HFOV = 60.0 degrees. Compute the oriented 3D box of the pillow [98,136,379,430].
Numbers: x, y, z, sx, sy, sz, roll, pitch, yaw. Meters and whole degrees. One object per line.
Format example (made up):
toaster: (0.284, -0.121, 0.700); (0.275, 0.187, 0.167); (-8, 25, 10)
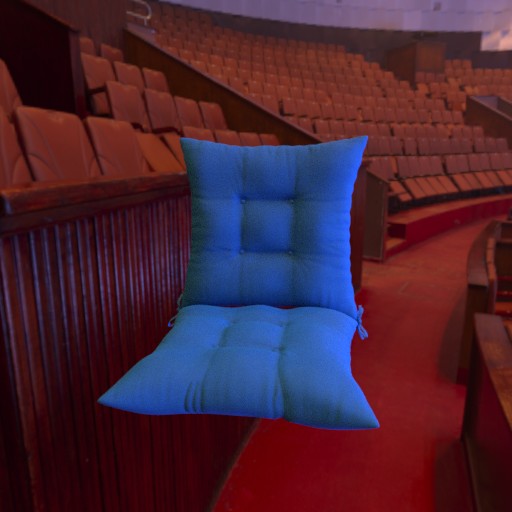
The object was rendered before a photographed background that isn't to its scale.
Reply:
pillow: (0.000, 0.000, 1.000); (0.541, 0.536, 0.585); (2, 14, 9)
